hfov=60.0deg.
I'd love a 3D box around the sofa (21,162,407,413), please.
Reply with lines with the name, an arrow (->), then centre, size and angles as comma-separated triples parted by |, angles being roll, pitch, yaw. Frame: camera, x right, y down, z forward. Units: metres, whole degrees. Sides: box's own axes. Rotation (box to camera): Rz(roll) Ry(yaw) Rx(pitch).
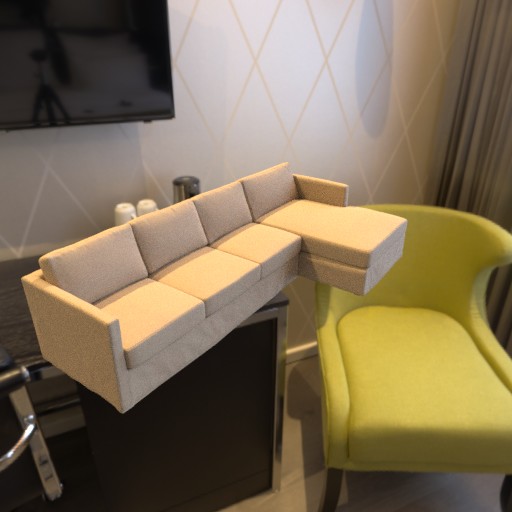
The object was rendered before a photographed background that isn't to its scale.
sofa -> 0.000, 0.000, 3.820 | 1.622, 0.871, 3.206 | 18, 32, 31
